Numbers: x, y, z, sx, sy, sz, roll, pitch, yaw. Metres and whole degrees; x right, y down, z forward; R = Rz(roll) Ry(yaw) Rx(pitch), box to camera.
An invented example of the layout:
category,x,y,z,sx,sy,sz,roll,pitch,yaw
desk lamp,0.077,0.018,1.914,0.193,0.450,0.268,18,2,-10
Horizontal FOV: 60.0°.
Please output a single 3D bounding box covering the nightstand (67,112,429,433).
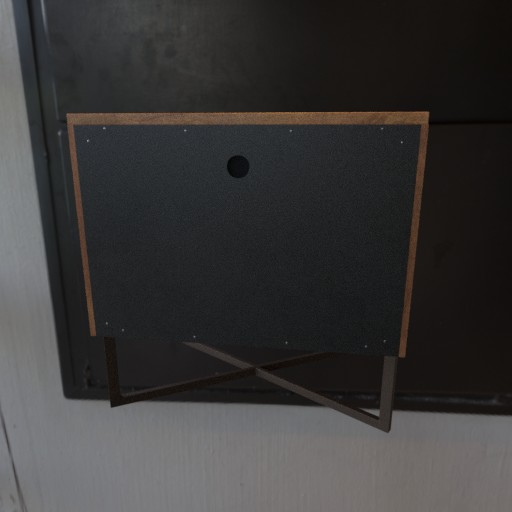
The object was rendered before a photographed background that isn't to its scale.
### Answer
category,x,y,z,sx,sy,sz,roll,pitch,yaw
nightstand,0.000,0.000,1.024,0.613,0.615,0.427,2,16,8
